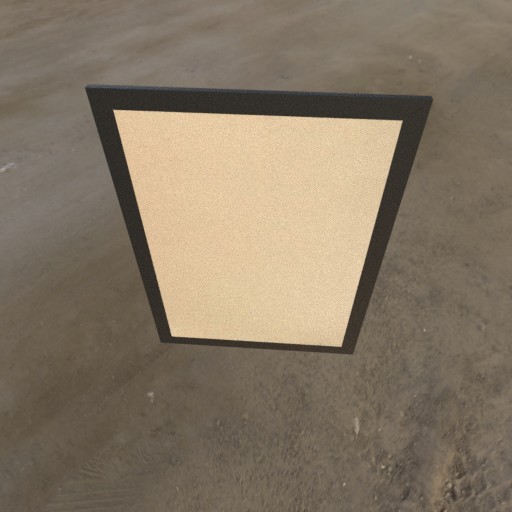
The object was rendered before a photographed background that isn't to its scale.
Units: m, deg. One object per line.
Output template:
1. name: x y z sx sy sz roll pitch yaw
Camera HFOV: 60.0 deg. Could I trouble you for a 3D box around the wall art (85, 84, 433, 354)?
1. wall art: 0.000 0.000 0.679 0.379 0.530 0.008 3 48 3
